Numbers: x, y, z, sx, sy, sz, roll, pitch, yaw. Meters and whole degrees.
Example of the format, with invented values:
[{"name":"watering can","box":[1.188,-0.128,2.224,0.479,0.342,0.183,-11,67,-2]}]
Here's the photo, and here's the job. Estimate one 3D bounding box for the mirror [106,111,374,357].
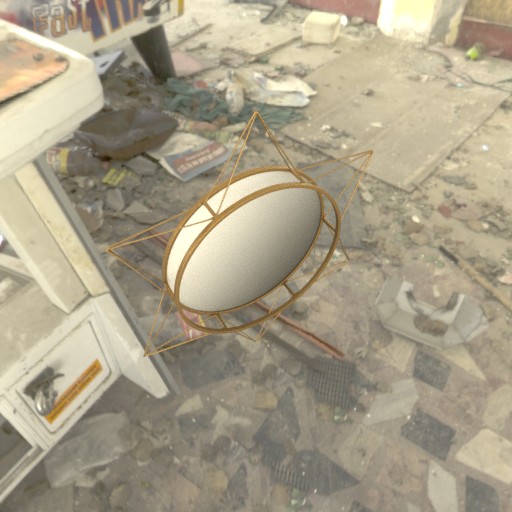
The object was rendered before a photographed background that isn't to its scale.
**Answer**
[{"name":"mirror","box":[0.000,0.000,0.826,0.498,0.581,0.062,-23,51,-21]}]
